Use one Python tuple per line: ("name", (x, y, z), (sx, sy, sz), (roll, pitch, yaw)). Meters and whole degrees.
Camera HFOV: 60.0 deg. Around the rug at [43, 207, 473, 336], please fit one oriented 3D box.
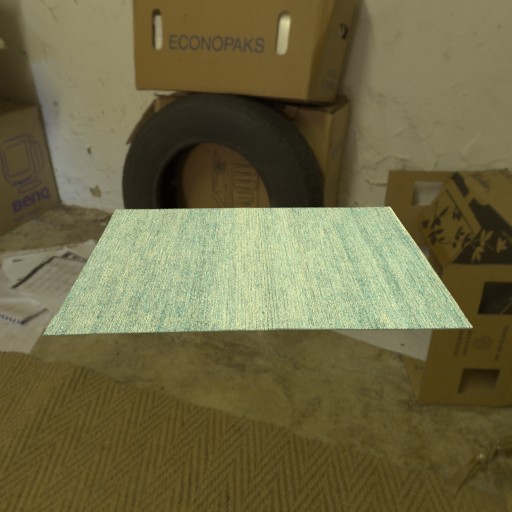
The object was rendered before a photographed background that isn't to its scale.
("rug", (0.000, 0.000, 5.359), (4.078, 0.052, 2.802), (-1, 30, -1))
